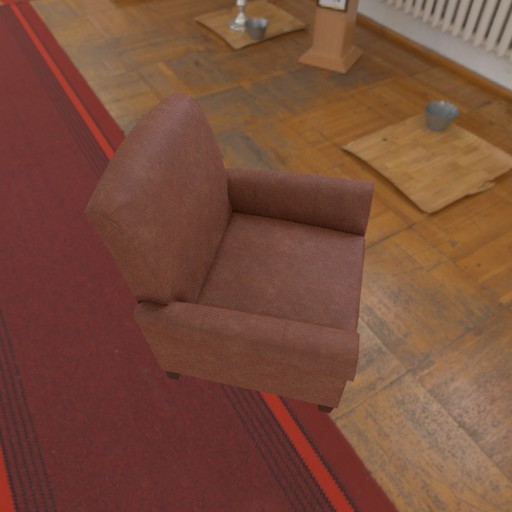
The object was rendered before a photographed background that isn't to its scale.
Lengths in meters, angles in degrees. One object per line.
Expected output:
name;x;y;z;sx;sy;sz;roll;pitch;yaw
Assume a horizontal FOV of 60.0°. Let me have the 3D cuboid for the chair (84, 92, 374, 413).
chair;0.000;0.000;1.821;0.902;1.061;0.978;10;48;9
